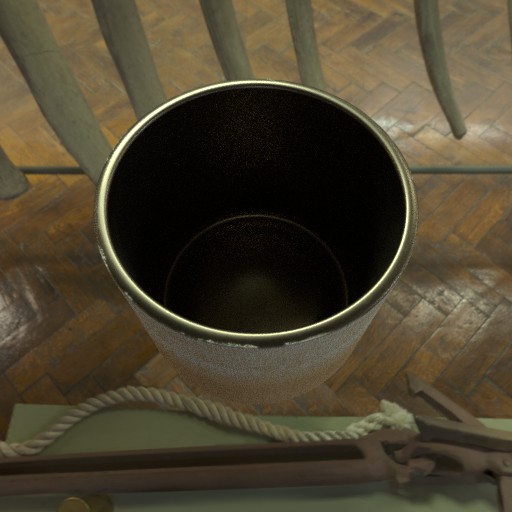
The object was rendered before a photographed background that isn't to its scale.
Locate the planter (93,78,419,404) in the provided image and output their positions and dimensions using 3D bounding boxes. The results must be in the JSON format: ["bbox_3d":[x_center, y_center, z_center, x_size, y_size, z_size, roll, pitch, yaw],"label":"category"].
[{"bbox_3d":[0.000,0.000,0.439,0.254,0.221,0.254,0,62,0],"label":"planter"}]
